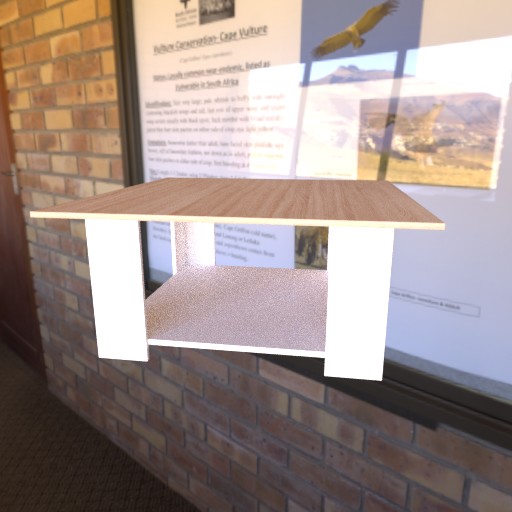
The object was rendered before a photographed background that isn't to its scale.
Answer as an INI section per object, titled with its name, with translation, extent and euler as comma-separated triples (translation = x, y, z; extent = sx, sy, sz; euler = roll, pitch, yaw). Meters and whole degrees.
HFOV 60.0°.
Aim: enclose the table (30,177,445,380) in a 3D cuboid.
[table]
translation = 0.000, 0.000, 1.059
extent = 0.670, 0.305, 0.670
euler = 2, 15, 9
